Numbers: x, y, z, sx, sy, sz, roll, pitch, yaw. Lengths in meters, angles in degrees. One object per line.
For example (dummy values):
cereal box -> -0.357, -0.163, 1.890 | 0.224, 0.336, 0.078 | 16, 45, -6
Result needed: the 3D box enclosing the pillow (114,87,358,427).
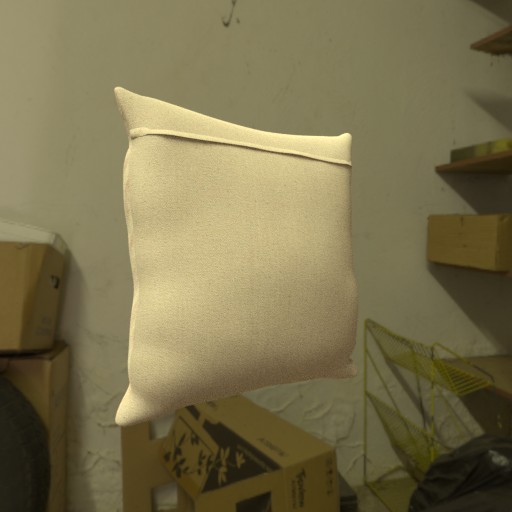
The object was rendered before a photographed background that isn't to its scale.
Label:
pillow -> 0.000, 0.000, 0.684 | 0.440, 0.441, 0.182 | 0, 1, -36
